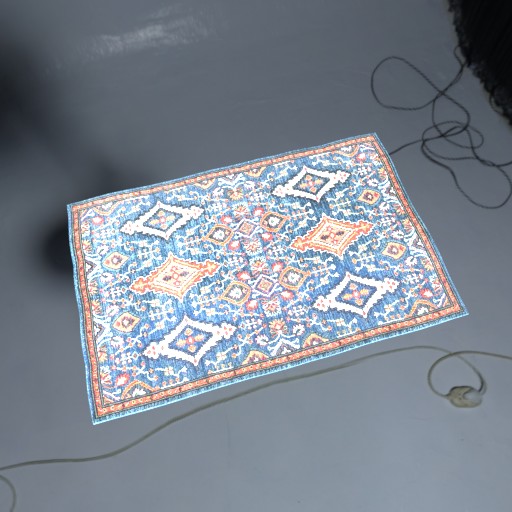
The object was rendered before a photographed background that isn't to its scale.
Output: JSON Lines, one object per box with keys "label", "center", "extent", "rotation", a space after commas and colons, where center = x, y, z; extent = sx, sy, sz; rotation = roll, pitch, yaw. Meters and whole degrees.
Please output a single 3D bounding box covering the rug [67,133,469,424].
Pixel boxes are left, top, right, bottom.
{"label": "rug", "center": [0.000, 0.000, 2.307], "extent": [1.847, 0.014, 1.195], "rotation": [-15, 65, -7]}
